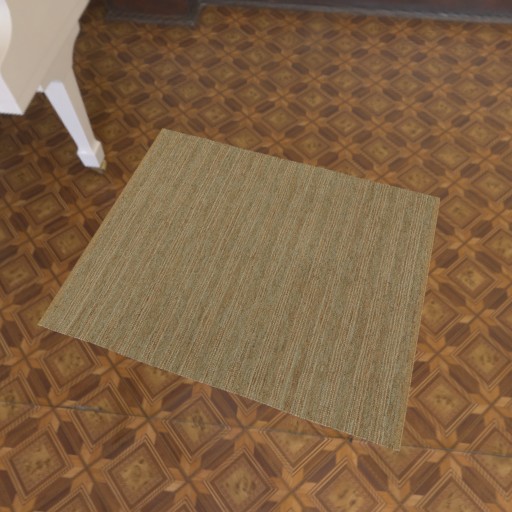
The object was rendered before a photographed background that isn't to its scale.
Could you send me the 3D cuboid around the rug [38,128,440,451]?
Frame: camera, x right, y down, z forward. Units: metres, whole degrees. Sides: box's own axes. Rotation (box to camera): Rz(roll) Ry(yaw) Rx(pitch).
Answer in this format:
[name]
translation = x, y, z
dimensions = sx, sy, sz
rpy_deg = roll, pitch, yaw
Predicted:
[rug]
translation = 0.000, 0.000, 4.061
dimensions = 3.034, 0.012, 2.471
rpy_deg = 16, 60, 10
